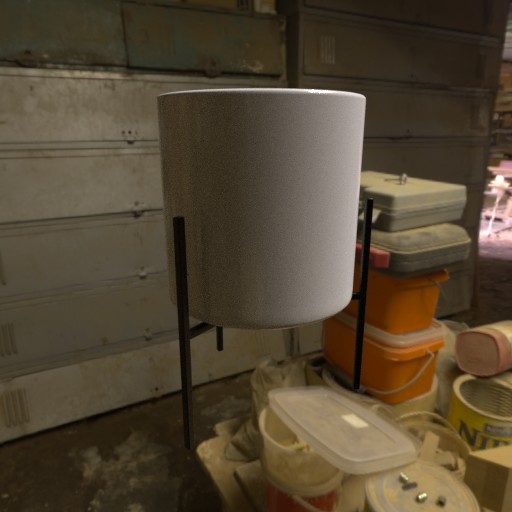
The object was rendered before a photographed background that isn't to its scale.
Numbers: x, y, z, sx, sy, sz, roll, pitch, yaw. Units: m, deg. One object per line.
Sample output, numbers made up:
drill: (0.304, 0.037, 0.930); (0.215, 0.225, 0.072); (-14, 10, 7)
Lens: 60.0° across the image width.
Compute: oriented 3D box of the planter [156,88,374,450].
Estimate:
planter: (0.000, 0.000, 0.528); (0.239, 0.356, 0.239); (-8, 18, -26)
